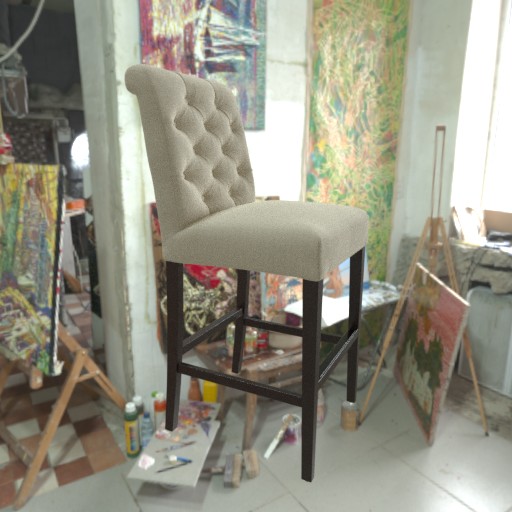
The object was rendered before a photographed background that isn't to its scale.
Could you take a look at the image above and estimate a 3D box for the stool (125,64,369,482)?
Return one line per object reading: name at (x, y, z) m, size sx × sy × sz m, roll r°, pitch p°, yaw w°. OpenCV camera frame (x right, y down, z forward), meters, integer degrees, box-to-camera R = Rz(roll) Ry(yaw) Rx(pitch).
stool at (0.000, 0.000, 1.407) m, size 0.610 × 1.118 × 0.482 m, roll 7°, pitch 15°, yaw 27°
